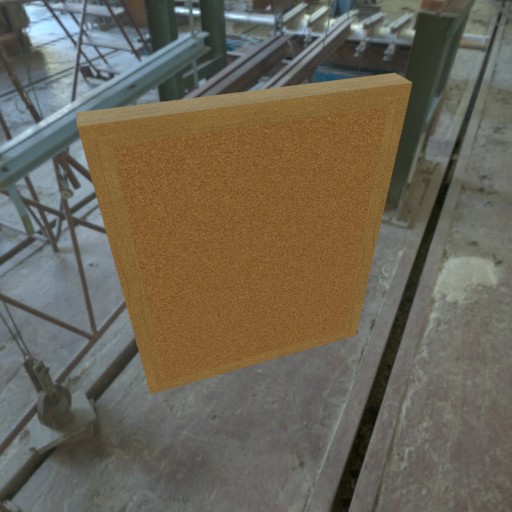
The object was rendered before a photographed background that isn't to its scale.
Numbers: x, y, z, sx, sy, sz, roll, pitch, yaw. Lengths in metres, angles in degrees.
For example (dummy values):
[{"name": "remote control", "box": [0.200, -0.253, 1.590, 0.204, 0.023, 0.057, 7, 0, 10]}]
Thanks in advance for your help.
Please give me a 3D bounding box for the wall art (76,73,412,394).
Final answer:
[{"name": "wall art", "box": [0.000, 0.000, 0.525, 0.312, 0.380, 0.030, -13, 42, -14]}]
